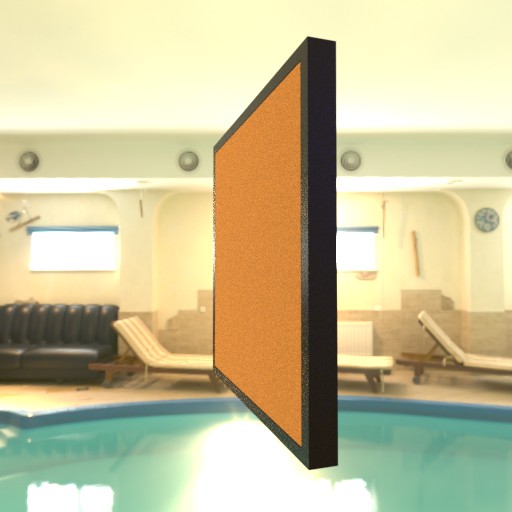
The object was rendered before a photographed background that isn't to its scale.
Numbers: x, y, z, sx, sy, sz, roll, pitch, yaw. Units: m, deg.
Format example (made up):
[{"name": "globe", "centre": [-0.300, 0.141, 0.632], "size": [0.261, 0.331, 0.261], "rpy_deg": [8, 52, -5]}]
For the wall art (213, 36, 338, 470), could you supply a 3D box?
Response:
[{"name": "wall art", "centre": [0.000, 0.000, 0.762], "size": [0.038, 0.506, 0.506], "rpy_deg": [0, -2, -18]}]
